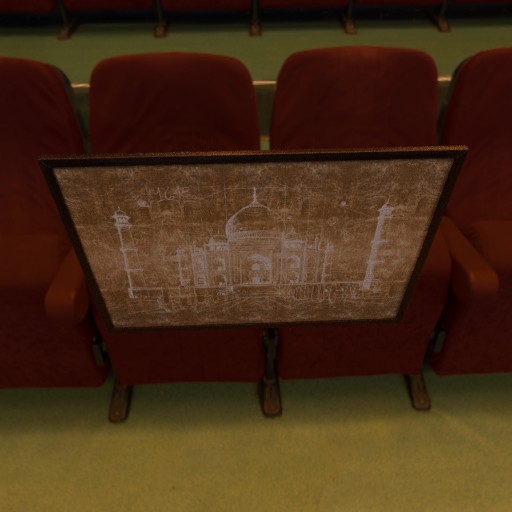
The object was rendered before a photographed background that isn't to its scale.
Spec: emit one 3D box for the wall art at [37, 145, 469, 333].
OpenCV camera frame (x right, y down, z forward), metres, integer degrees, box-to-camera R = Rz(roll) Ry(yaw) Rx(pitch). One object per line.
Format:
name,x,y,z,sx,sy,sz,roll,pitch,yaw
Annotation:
wall art,0.000,0.000,1.040,0.816,0.559,0.014,-2,45,-2
